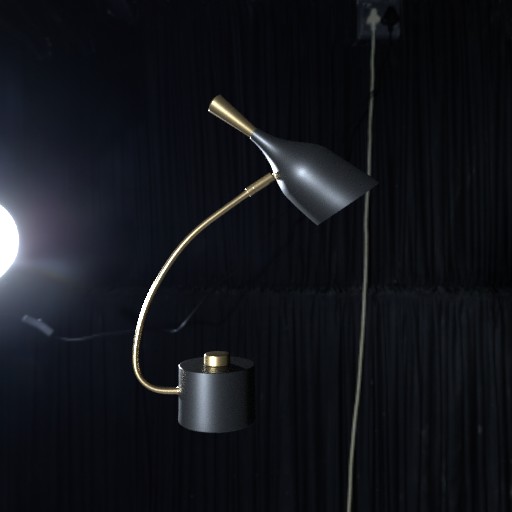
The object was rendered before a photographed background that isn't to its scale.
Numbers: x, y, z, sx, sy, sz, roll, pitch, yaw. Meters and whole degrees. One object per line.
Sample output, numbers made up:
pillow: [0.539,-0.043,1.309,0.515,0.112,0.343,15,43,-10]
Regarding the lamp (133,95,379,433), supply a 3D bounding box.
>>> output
lamp: [0.000,0.000,0.638,0.352,0.464,0.110,0,-1,0]
